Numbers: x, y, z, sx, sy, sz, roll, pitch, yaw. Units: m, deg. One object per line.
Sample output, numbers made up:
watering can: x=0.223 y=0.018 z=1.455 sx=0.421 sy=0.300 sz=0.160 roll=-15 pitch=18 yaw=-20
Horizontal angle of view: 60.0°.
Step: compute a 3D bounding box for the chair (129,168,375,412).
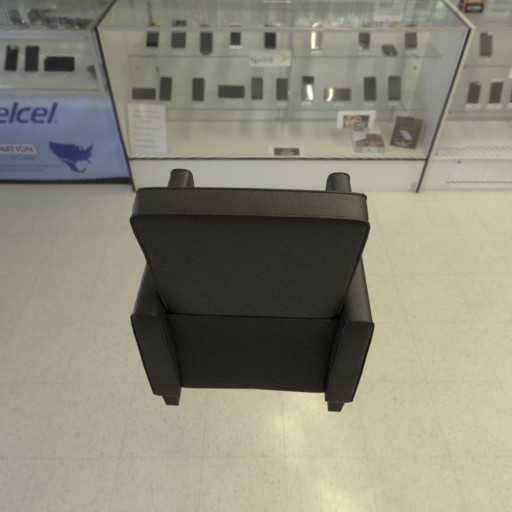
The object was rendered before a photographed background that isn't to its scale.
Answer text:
chair: x=0.000 y=0.000 z=1.518 sx=0.705 sy=1.013 sz=0.746 roll=2 pitch=45 yaw=2
